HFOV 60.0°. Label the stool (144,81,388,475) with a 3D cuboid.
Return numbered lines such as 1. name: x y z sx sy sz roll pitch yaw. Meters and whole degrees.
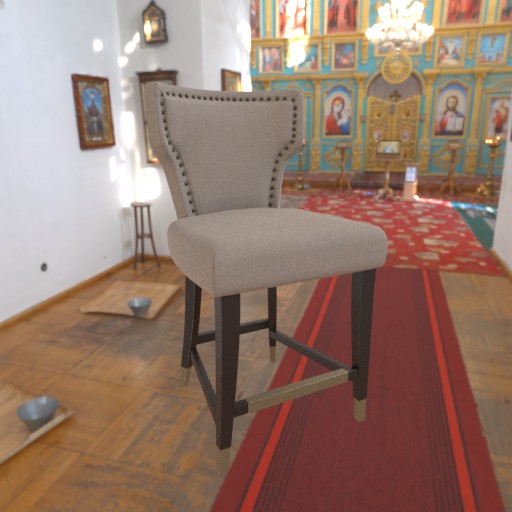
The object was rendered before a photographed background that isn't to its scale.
1. stool: 0.000 0.000 1.327 0.527 0.982 0.563 -8 17 -27
